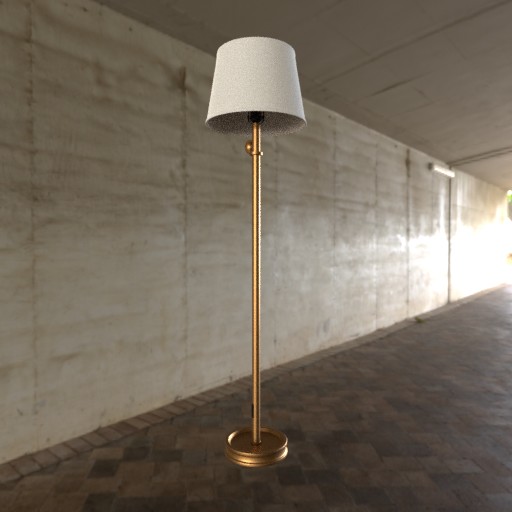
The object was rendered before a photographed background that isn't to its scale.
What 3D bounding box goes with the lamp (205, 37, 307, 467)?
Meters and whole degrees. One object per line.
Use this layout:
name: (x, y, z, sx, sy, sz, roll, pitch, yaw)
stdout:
lamp: (0.000, 0.000, 0.793, 0.178, 0.710, 0.178, 0, 2, 0)
